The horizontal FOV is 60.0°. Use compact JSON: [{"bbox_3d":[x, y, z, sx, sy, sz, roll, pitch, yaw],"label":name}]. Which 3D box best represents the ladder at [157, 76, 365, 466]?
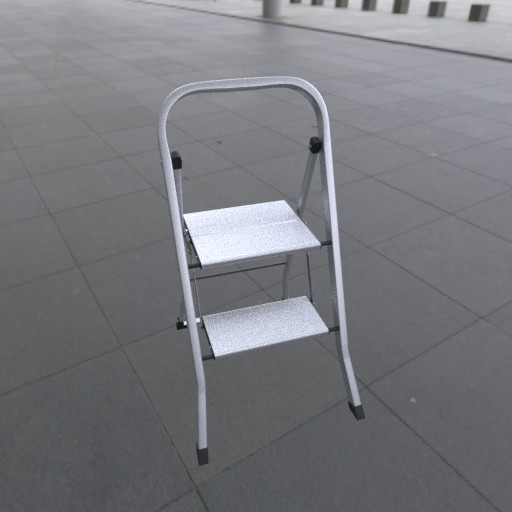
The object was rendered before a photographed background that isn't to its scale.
[{"bbox_3d":[0.000,0.000,1.147,0.465,0.830,0.530,-10,34,-15],"label":"ladder"}]
